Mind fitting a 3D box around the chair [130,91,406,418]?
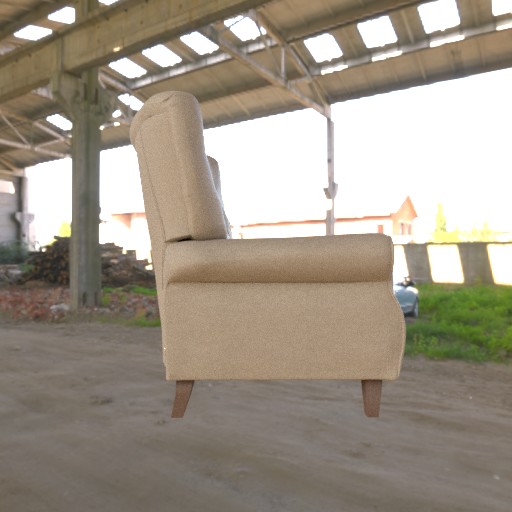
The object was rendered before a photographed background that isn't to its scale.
[{"bbox_3d":[0.000,0.000,1.912,1.041,1.138,0.999,0,-1,0],"label":"chair"}]
